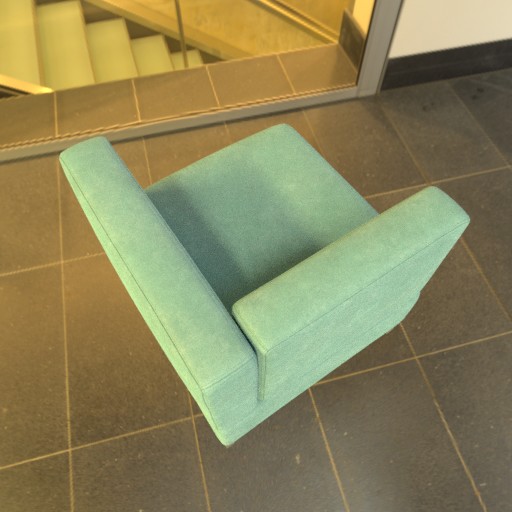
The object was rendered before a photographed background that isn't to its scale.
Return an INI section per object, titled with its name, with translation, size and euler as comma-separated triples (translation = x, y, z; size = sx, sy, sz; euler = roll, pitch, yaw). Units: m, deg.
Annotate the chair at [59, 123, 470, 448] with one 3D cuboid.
[chair]
translation = 0.000, 0.000, 1.216
size = 0.680, 0.660, 0.680
euler = -30, 64, -17
